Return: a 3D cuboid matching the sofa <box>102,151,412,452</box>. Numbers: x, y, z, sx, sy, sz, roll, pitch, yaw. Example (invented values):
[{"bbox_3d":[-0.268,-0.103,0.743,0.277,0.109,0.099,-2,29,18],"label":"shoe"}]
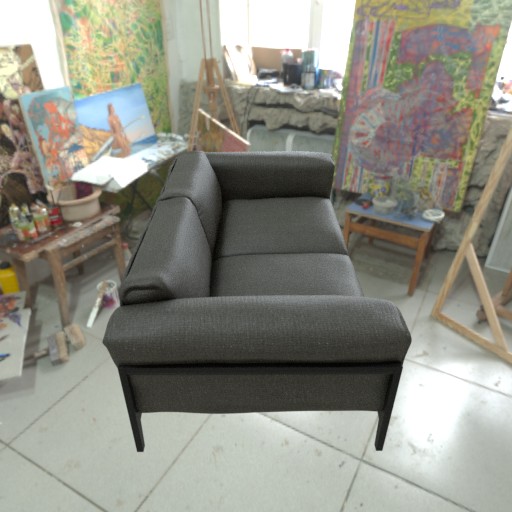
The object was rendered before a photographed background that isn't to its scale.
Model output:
[{"bbox_3d":[0.000,0.000,2.163,0.960,0.656,1.690,0,32,0],"label":"sofa"}]
